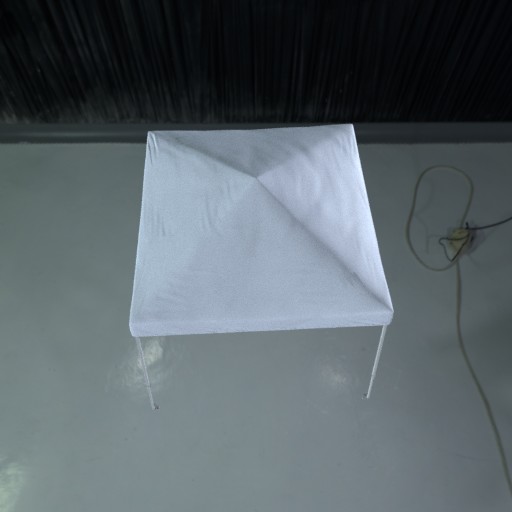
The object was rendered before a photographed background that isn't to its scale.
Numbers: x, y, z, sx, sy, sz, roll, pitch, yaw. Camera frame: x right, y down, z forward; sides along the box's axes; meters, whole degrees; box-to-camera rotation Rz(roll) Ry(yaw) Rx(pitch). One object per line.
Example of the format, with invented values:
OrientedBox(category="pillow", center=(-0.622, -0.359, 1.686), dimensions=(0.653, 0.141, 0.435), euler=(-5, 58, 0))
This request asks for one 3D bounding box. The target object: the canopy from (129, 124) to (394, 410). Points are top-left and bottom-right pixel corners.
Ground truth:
OrientedBox(category="canopy", center=(0.000, 0.000, 6.674), dimensions=(3.599, 3.600, 3.600), euler=(-2, 60, -1))
